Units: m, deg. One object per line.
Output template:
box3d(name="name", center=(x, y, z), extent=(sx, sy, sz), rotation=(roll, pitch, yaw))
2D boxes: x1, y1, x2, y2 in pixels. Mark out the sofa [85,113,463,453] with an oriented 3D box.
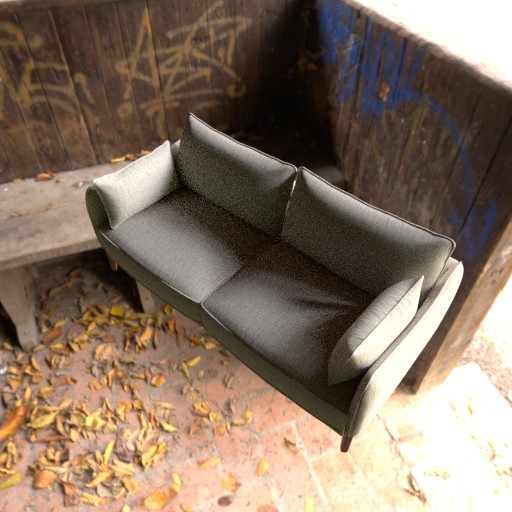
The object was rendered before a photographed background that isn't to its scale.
box3d(name="sofa", center=(0.000, 0.000, 2.535), extent=(1.989, 0.860, 0.991), rotation=(32, 54, 27))
